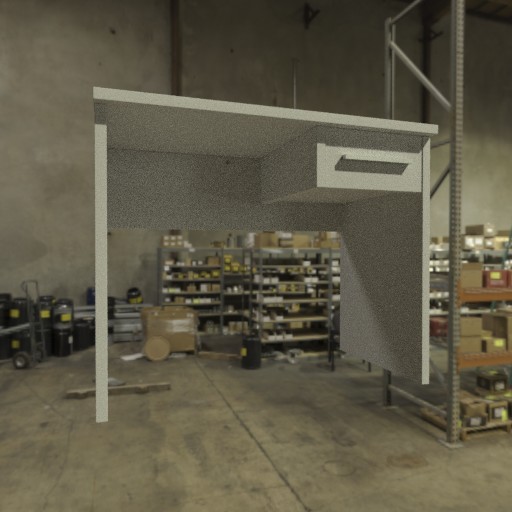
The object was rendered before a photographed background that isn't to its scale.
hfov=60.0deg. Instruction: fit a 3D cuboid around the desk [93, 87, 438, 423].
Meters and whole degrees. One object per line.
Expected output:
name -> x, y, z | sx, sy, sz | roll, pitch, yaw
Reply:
desk -> 0.000, 0.000, 1.327 | 0.900, 0.729, 0.498 | 0, 1, -19
